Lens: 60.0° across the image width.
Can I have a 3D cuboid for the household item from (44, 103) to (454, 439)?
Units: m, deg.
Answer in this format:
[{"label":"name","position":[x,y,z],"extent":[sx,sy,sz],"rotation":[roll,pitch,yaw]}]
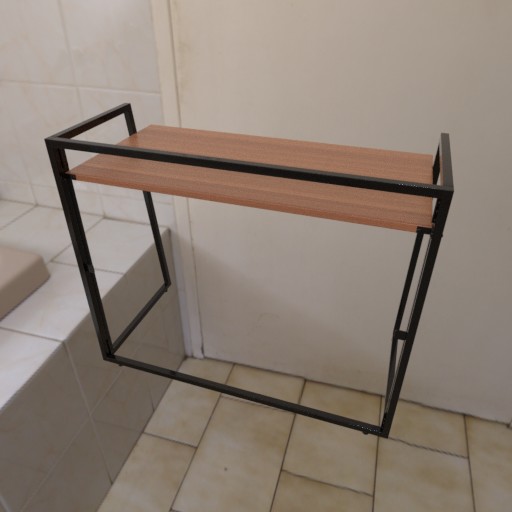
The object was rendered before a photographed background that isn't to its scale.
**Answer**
[{"label":"household item","position":[0.000,0.000,1.503],"extent":[1.050,0.860,0.510],"rotation":[10,35,15]}]
